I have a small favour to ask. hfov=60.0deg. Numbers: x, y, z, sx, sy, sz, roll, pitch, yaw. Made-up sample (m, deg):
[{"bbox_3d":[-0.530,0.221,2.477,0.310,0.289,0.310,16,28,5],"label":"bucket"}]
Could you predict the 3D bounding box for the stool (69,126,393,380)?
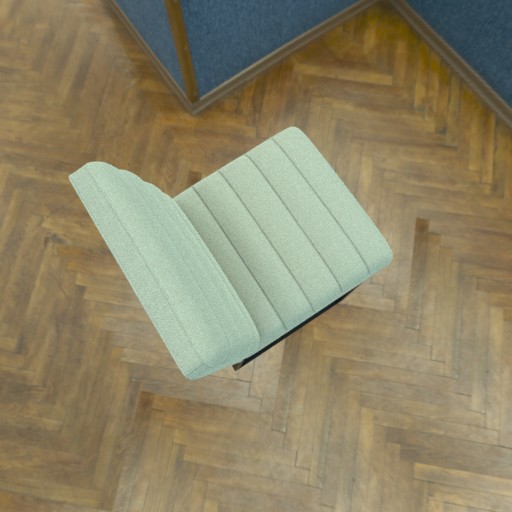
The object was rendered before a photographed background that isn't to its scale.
[{"bbox_3d":[0.000,0.000,1.256,0.560,0.940,0.460,-32,77,-8],"label":"stool"}]
